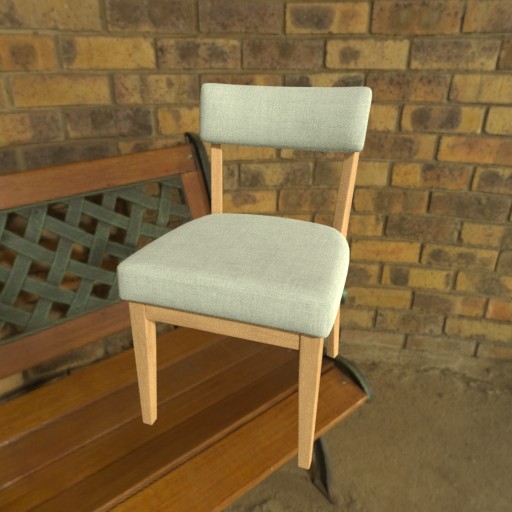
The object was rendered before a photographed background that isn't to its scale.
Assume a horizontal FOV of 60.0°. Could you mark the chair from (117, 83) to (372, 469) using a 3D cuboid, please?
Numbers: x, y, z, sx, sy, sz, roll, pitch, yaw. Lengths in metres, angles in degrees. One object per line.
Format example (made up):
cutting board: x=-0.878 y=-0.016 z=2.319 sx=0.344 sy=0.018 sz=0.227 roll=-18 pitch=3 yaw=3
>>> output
chair: x=0.000 y=0.000 z=1.191 sx=0.508 sy=0.832 sz=0.572 roll=8 pitch=26 yaw=17
